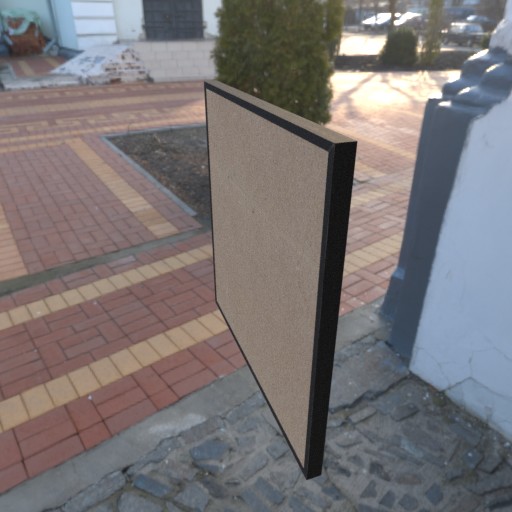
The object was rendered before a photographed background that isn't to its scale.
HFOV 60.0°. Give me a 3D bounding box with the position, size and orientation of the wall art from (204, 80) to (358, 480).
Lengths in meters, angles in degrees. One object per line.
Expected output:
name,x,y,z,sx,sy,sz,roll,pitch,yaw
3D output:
wall art,0.000,0.000,1.143,0.038,0.762,0.762,-10,30,-18
